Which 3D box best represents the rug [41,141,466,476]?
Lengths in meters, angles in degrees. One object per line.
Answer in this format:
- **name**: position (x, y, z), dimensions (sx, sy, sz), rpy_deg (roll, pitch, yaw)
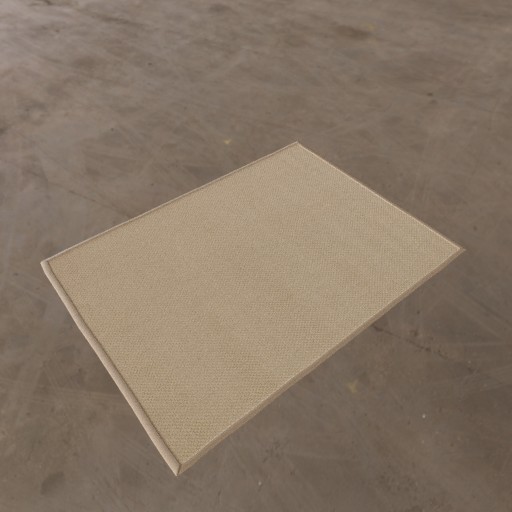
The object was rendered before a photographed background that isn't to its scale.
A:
- **rug**: position (0.000, 0.000, 2.659), dimensions (2.081, 0.020, 1.525), rpy_deg (-30, 54, -25)
